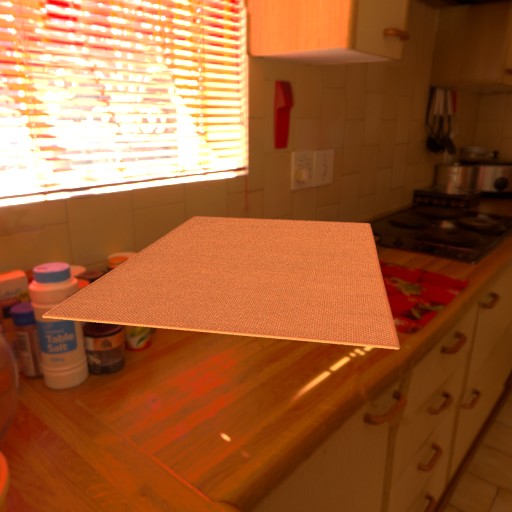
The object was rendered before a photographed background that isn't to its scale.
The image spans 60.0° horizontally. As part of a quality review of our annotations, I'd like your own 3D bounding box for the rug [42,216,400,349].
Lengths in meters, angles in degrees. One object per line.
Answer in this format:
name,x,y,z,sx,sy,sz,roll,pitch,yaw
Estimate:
rug,0.000,0.000,2.814,1.524,0.013,2.134,3,17,10
